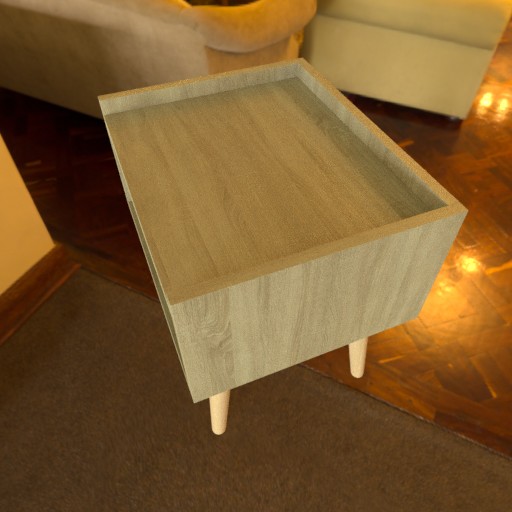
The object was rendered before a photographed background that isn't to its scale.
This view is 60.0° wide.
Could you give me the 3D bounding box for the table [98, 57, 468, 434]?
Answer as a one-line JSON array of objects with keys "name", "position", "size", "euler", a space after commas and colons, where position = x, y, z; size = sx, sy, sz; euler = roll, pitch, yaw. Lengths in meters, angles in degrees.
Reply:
[{"name": "table", "position": [0.000, 0.000, 0.802], "size": [0.370, 0.470, 0.450], "euler": [-17, 50, -15]}]
